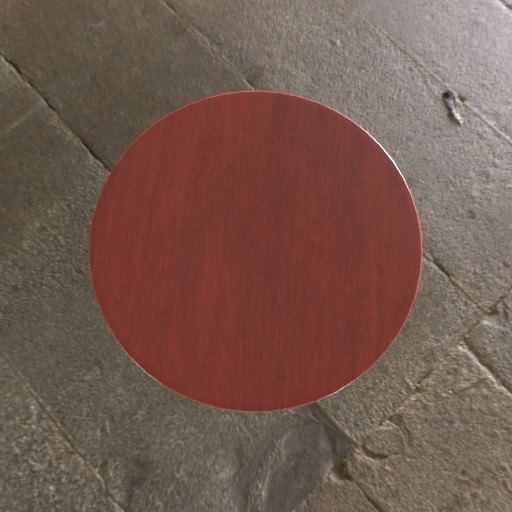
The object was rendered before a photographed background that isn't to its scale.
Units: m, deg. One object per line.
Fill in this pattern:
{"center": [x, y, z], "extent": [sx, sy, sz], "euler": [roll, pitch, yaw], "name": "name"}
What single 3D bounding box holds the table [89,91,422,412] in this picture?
{"center": [0.000, 0.000, 1.599], "extent": [1.029, 0.486, 1.029], "euler": [0, 76, 0], "name": "table"}
